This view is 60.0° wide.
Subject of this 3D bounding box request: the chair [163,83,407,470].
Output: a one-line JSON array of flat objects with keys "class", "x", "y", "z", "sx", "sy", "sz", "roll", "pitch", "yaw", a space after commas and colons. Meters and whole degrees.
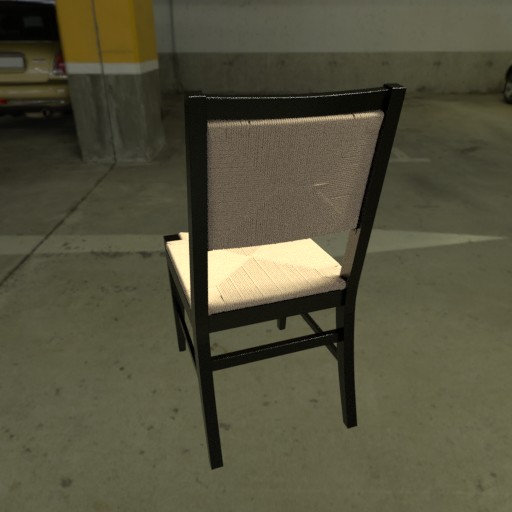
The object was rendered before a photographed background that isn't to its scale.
[{"class": "chair", "x": 0.000, "y": 0.000, "z": 1.232, "sx": 0.437, "sy": 0.927, "sz": 0.552, "roll": -9, "pitch": 28, "yaw": -17}]
